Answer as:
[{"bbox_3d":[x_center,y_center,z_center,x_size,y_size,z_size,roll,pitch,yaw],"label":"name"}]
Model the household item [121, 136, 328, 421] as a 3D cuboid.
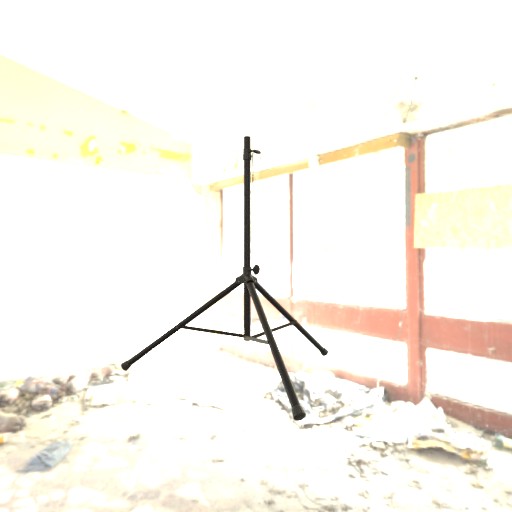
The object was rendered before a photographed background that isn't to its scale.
[{"bbox_3d":[0.000,0.000,2.739,1.596,1.595,1.339,0,0,-17],"label":"household item"}]
